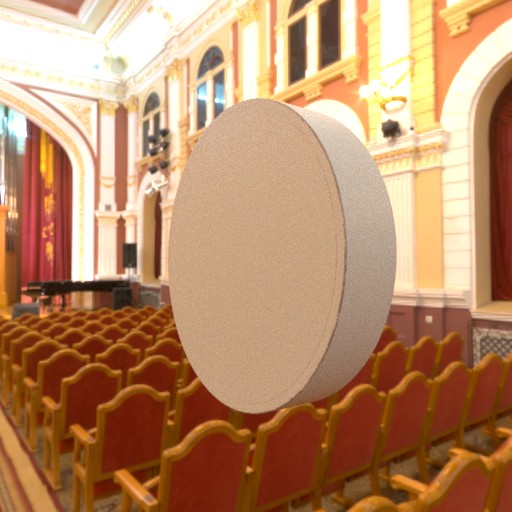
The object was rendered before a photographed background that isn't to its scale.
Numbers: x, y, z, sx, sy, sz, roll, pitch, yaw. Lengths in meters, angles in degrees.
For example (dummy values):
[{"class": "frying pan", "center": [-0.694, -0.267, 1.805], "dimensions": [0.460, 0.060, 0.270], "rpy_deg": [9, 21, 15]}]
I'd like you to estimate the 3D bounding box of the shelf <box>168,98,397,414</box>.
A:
[{"class": "shelf", "center": [0.000, 0.000, 1.220], "dimensions": [0.158, 0.807, 0.806], "rpy_deg": [1, -2, -36]}]
